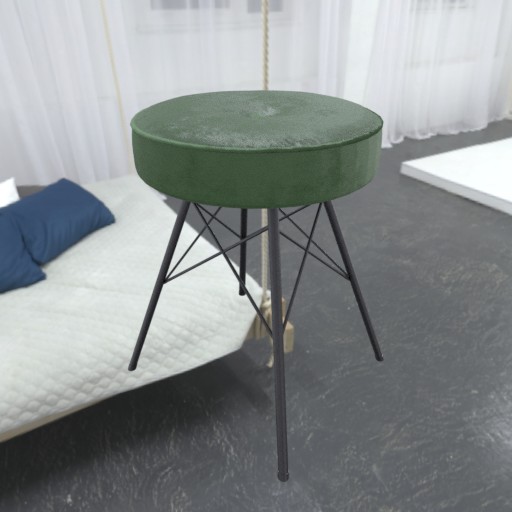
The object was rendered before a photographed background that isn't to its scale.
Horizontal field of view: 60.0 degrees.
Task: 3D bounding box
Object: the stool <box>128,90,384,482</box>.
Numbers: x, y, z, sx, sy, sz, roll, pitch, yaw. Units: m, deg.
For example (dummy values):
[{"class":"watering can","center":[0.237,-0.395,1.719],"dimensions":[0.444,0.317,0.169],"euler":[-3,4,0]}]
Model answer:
[{"class":"stool","center":[0.000,0.000,0.905],"dimensions":[0.457,0.595,0.430],"euler":[22,36,33]}]
